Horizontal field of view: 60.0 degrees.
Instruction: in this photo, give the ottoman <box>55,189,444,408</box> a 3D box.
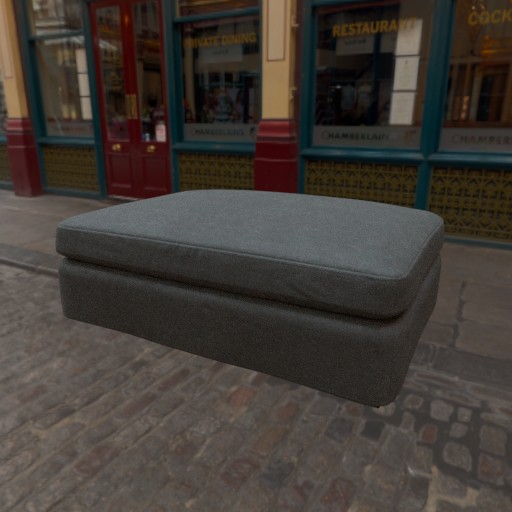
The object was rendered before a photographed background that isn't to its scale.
[{"bbox_3d":[0.000,0.000,1.620,1.199,0.429,0.840,9,18,27],"label":"ottoman"}]
